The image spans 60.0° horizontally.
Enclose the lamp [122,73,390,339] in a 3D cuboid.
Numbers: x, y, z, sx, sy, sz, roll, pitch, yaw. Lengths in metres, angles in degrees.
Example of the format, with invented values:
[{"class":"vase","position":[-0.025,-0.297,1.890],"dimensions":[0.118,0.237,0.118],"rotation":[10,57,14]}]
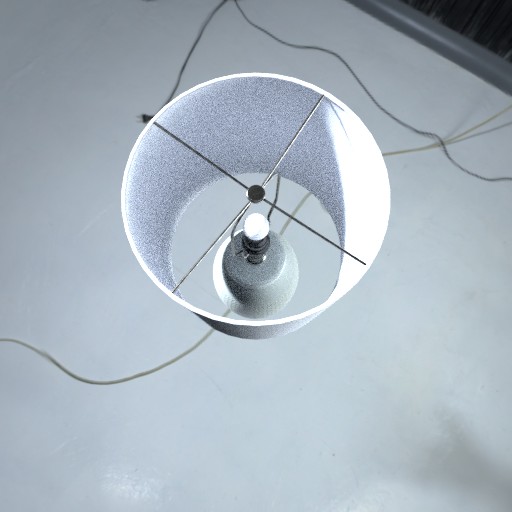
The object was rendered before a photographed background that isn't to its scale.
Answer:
[{"class":"lamp","position":[0.000,0.000,0.577],"dimensions":[0.217,0.453,0.217],"rotation":[35,79,8]}]
